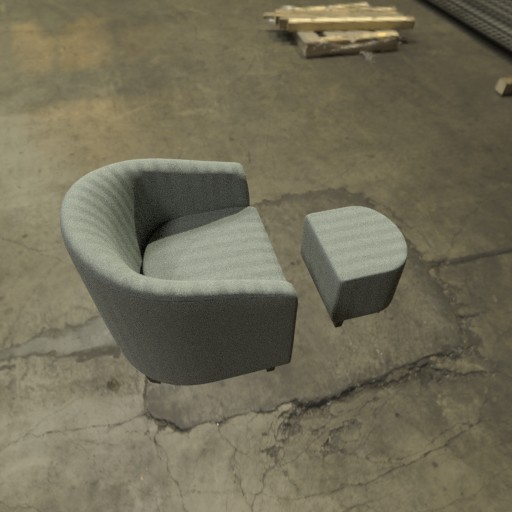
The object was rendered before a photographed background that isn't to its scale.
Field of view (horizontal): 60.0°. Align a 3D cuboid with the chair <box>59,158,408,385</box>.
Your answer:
[{"bbox_3d":[0.000,0.000,1.772,1.288,0.757,0.756,-11,48,-10],"label":"chair"}]
